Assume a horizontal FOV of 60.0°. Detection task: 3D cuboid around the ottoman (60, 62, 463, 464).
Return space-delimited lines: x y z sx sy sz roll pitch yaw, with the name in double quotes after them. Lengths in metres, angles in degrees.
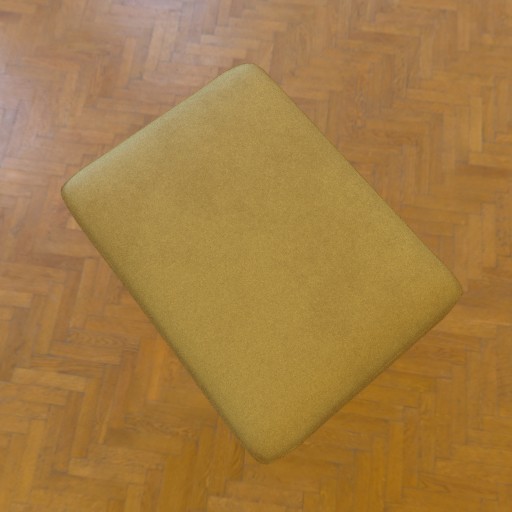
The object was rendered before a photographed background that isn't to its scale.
0.000 0.000 1.165 0.608 0.449 0.811 -38 78 -9 "ottoman"
